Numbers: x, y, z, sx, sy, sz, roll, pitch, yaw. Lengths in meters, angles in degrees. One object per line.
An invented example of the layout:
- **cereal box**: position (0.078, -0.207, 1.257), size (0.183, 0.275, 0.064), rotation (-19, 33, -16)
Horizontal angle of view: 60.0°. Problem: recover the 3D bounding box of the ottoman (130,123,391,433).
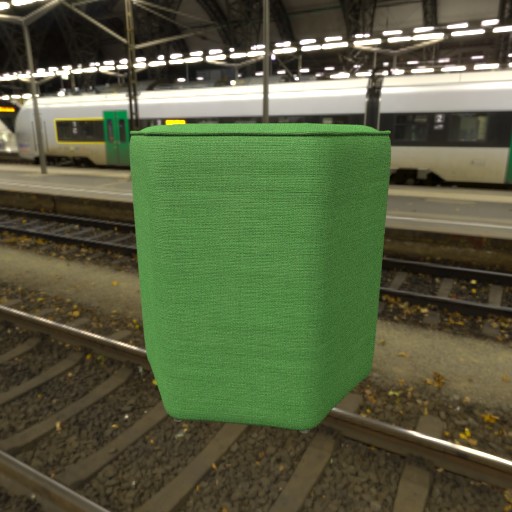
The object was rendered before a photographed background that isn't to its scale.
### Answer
- **ottoman**: position (0.000, 0.000, 0.896), size (0.499, 0.507, 0.444), rotation (2, 16, 8)
